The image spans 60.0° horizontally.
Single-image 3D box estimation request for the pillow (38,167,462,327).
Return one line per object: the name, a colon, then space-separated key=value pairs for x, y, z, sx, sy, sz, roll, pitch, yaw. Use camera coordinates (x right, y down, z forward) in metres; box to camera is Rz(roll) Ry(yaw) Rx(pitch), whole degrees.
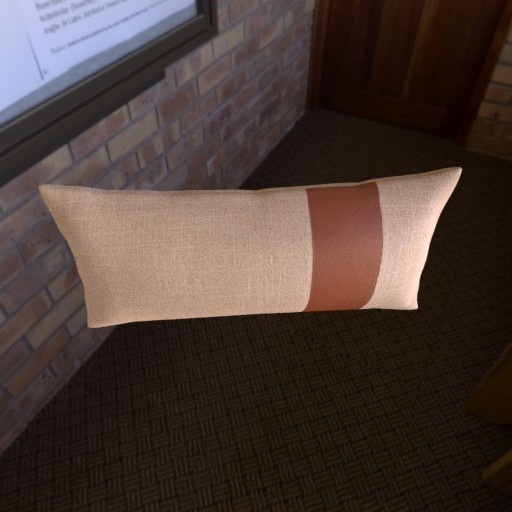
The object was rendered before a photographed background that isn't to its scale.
pillow: x=0.000 y=0.000 z=0.724 sx=0.612 sy=0.282 sz=0.155 roll=-3 pitch=47 yaw=-3
